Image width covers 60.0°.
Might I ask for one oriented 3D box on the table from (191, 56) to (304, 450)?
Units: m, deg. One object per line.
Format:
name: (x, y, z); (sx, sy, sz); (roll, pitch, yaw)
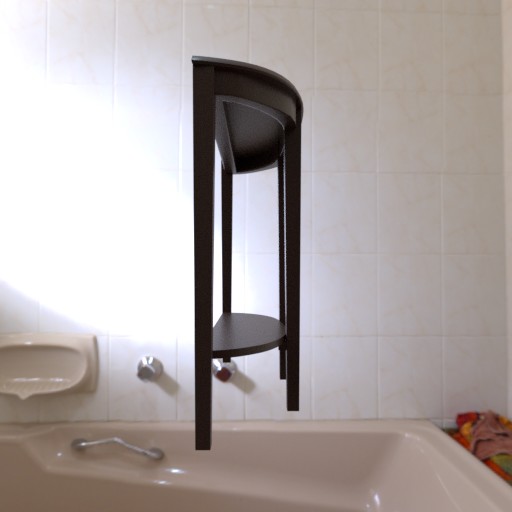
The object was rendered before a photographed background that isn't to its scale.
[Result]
table: (0.000, 0.000, 1.368); (0.274, 0.831, 0.909); (0, -1, 0)
